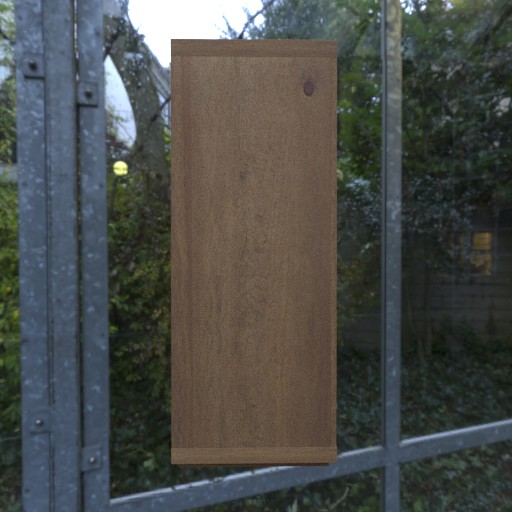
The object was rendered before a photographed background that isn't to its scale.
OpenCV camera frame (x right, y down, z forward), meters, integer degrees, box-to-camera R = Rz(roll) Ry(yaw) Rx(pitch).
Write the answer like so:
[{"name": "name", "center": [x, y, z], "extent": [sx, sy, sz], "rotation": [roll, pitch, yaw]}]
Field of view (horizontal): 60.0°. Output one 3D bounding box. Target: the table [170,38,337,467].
[{"name": "table", "center": [0.000, 0.000, 1.771], "extent": [0.524, 1.294, 0.901], "rotation": [0, 1, -1]}]
